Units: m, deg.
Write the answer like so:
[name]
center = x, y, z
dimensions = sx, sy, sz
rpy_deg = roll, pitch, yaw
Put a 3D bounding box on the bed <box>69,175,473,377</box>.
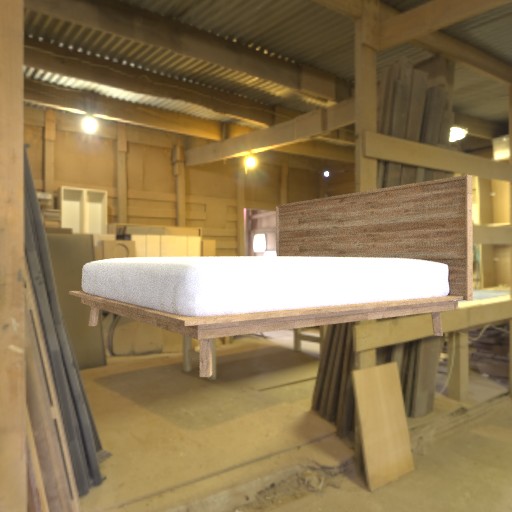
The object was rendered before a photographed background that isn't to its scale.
[bed]
center = 0.000, 0.000, 3.288
dimensions = 2.167, 1.100, 2.116
rpy_deg = 0, 0, -35
